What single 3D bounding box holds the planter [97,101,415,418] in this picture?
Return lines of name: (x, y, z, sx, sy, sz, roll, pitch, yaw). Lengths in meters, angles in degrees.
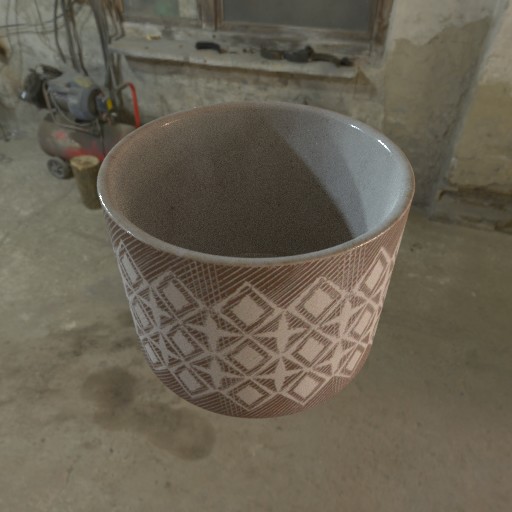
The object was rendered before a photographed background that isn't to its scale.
planter: (0.000, 0.000, 0.216, 0.126, 0.104, 0.126, 0, 41, 0)
